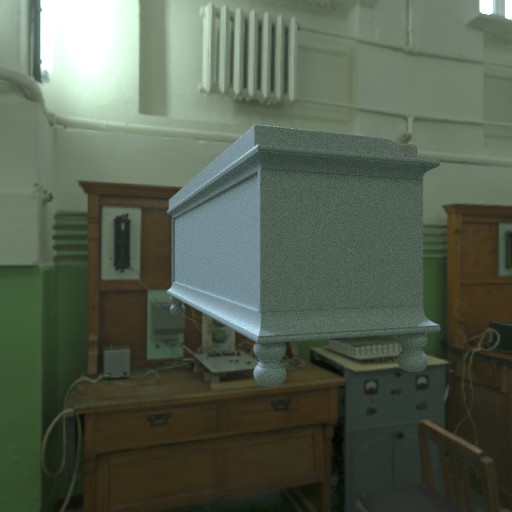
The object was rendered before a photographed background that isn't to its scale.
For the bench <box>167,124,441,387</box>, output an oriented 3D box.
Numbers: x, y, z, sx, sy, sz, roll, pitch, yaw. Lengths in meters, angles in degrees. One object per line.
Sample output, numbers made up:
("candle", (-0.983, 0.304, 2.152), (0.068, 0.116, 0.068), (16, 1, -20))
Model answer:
("bench", (0.000, 0.000, 1.413), (0.402, 0.486, 1.185), (0, 0, -19))
